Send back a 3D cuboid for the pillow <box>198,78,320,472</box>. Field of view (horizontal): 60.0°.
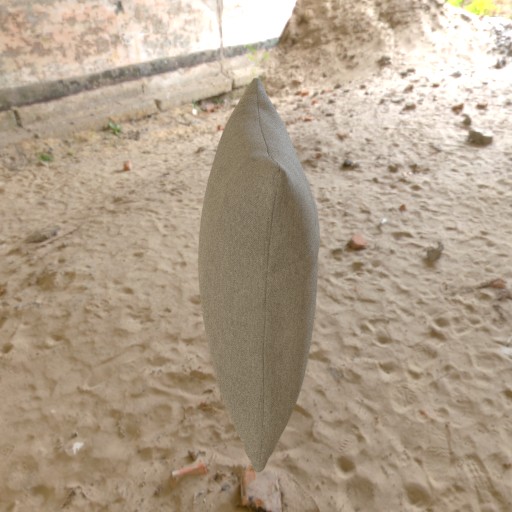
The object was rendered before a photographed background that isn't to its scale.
[{"bbox_3d":[0.000,0.000,0.672,0.173,0.436,0.433,-1,32,-2],"label":"pillow"}]
